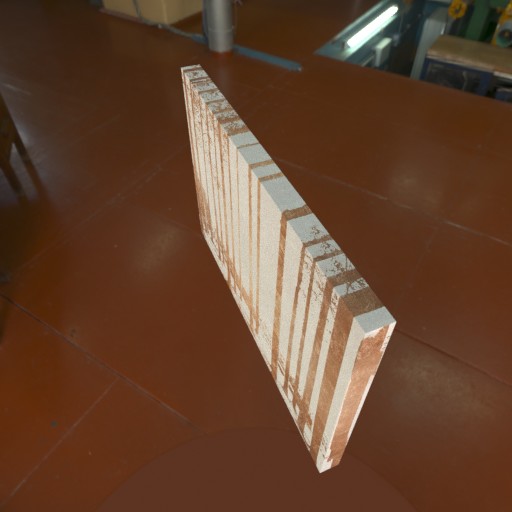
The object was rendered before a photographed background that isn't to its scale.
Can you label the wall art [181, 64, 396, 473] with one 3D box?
[{"bbox_3d":[0.000,0.000,0.758,0.035,0.405,0.609,-17,49,-15],"label":"wall art"}]
